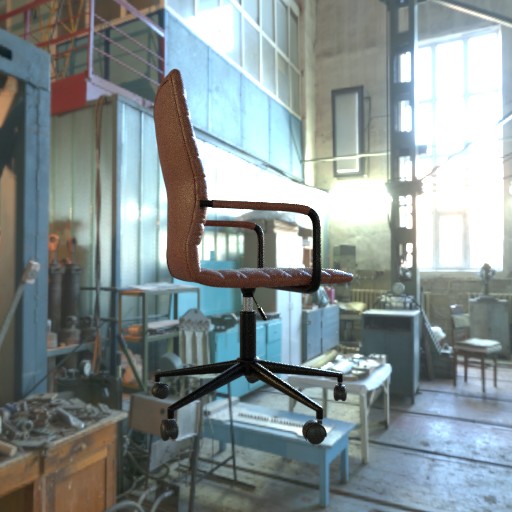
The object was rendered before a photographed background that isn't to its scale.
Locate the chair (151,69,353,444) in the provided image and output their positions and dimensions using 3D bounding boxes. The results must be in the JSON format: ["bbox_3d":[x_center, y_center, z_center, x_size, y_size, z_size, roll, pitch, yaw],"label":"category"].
[{"bbox_3d":[0.000,0.000,1.290,0.578,0.878,0.600,0,-1,-18],"label":"chair"}]
